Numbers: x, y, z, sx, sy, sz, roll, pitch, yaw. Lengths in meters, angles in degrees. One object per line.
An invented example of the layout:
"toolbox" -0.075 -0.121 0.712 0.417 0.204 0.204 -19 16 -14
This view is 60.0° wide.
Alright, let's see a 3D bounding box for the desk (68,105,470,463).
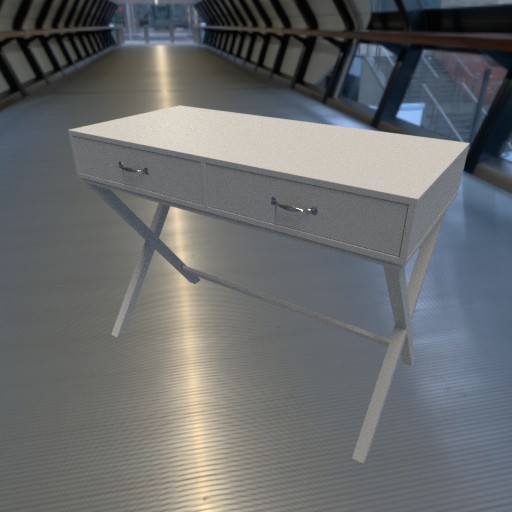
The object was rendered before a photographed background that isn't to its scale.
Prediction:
"desk" 0.000 0.000 1.462 1.057 0.780 0.525 17 33 29
